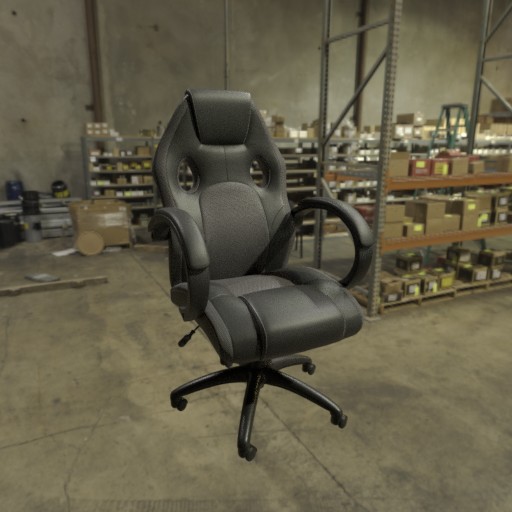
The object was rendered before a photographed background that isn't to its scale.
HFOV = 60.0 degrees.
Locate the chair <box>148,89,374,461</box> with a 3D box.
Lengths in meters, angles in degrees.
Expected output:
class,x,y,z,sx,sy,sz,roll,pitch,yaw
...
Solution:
class,x,y,z,sx,sy,sz,roll,pitch,yaw
chair,0.000,0.000,1.599,0.673,1.187,0.724,-7,16,-26
